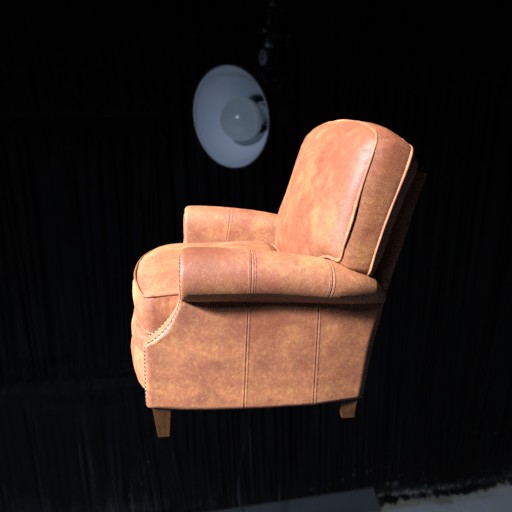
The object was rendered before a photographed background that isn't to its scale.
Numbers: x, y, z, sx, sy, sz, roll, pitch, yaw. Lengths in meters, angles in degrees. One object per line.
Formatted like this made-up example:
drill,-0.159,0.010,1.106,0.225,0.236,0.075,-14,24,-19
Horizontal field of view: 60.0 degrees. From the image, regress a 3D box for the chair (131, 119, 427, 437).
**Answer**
chair,0.000,0.000,1.728,0.986,1.018,0.936,-2,16,-7
